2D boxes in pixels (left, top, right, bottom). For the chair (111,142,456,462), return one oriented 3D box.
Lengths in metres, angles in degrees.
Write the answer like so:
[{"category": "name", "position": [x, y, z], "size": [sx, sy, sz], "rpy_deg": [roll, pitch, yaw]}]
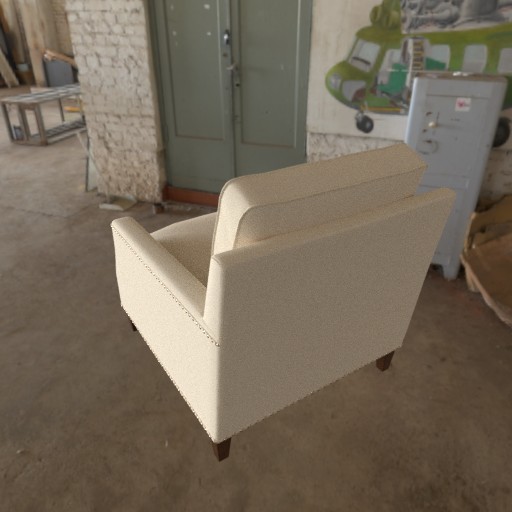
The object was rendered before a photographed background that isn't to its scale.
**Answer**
[{"category": "chair", "position": [0.000, 0.000, 1.704], "size": [0.853, 0.943, 1.014], "rpy_deg": [-17, 33, -29]}]
